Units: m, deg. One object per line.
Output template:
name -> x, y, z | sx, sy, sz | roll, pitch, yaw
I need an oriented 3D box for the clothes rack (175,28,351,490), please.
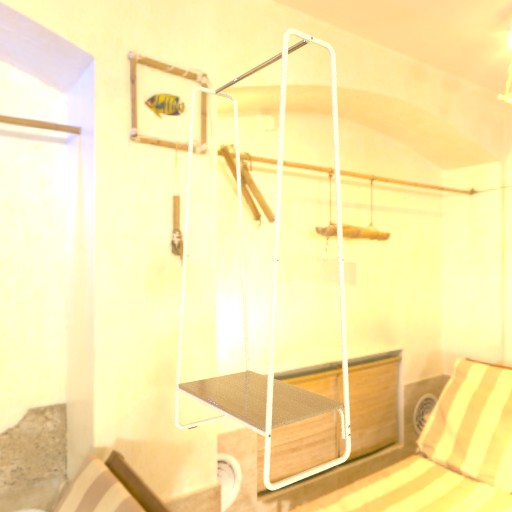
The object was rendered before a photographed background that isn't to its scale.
clothes rack -> 0.000, 0.000, 1.760 | 0.400, 1.500, 0.640 | 0, 0, -37
